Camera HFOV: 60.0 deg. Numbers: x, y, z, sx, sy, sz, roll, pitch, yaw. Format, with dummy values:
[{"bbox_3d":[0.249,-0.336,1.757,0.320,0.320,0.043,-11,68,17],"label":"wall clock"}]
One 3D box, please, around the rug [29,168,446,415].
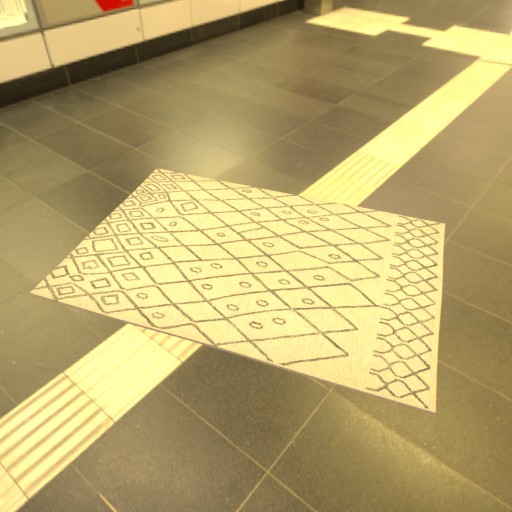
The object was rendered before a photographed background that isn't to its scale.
[{"bbox_3d":[0.000,0.000,2.283,1.828,0.015,1.222,13,43,15],"label":"rug"}]
